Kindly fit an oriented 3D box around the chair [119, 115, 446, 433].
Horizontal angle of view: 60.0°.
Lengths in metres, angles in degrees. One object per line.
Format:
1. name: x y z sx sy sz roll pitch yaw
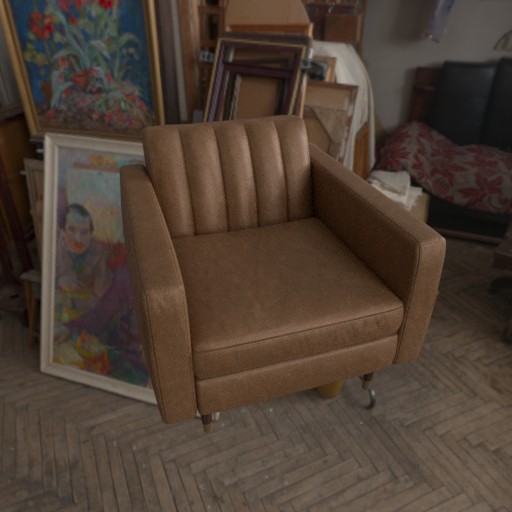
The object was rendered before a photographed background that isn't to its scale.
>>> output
1. chair: 0.000 0.000 1.717 0.953 0.819 0.998 -10 33 -15
